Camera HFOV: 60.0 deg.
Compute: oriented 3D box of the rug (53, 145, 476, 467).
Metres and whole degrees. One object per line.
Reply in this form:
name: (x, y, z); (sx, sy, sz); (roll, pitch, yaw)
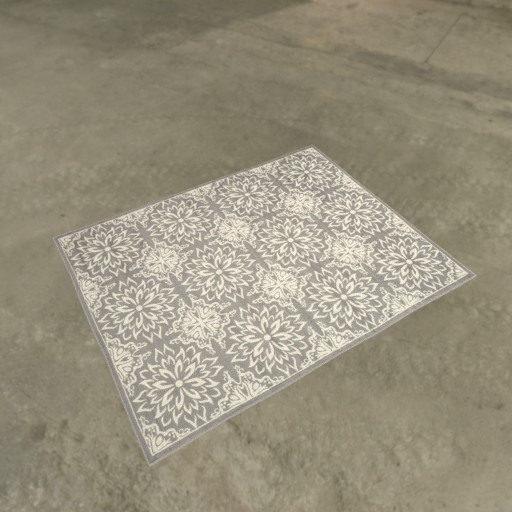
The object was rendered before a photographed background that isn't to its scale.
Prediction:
rug: (0.000, 0.000, 3.948); (2.980, 0.012, 2.363); (-24, 51, -21)
